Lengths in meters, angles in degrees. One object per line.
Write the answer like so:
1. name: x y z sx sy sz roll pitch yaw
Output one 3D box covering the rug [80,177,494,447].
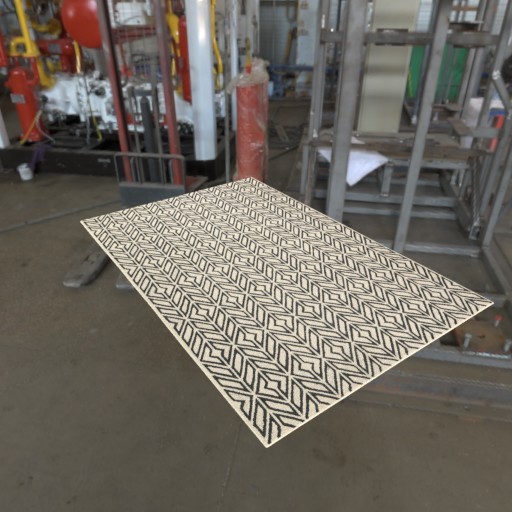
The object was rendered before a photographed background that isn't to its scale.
1. rug: 0.000 0.000 2.248 1.220 0.007 1.828 -20 36 -30
